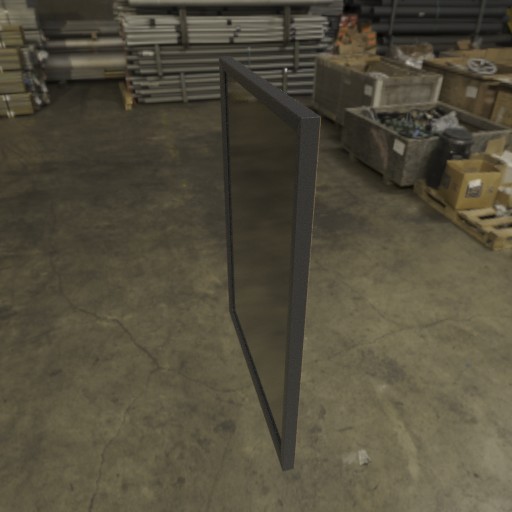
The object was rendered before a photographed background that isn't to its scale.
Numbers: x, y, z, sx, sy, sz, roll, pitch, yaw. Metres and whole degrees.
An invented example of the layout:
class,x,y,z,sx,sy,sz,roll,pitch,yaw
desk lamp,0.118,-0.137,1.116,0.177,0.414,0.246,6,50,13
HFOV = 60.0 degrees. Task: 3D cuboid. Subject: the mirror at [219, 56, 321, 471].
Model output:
class,x,y,z,sx,sy,sz,roll,pitch,yaw
mirror,0.000,0.000,1.342,0.040,1.016,0.762,-8,33,-13
